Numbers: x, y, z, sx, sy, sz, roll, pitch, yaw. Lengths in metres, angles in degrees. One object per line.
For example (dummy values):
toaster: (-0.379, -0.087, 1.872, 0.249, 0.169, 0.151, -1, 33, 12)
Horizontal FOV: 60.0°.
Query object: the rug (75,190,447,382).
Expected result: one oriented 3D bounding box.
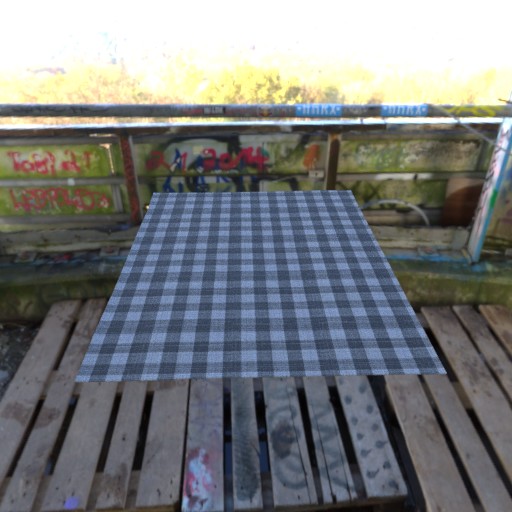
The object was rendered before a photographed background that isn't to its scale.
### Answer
rug: (0.000, 0.000, 4.175, 2.432, 0.013, 3.021, -1, 32, -1)
